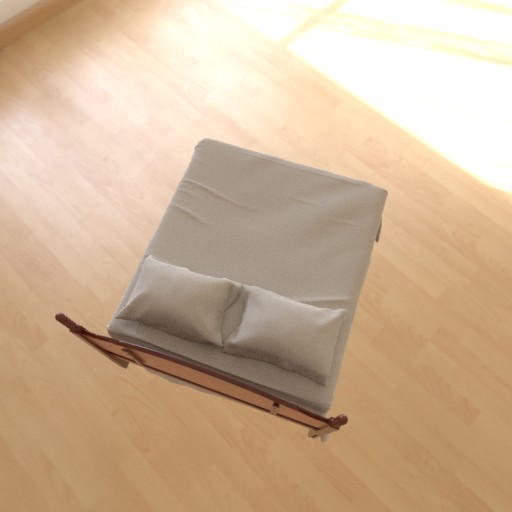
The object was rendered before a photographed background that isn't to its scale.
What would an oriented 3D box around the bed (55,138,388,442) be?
[{"bbox_3d":[0.000,0.000,3.299,1.873,1.356,2.040,18,67,8],"label":"bed"}]
